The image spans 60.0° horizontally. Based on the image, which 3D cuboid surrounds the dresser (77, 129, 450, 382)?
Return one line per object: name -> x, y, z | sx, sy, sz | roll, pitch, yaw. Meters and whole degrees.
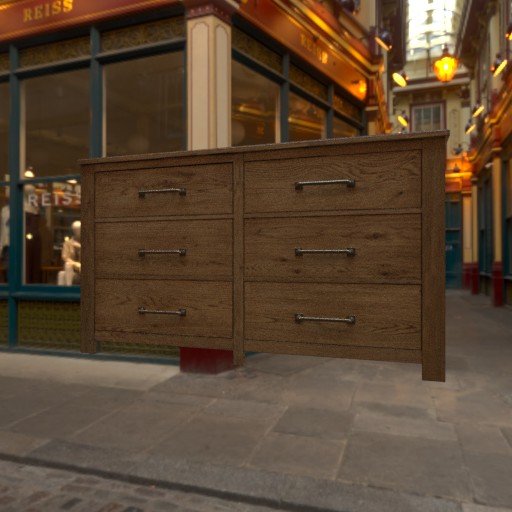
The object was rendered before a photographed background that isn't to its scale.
dresser -> 0.000, 0.000, 2.116 | 1.657, 0.932, 0.563 | 0, 0, 18
